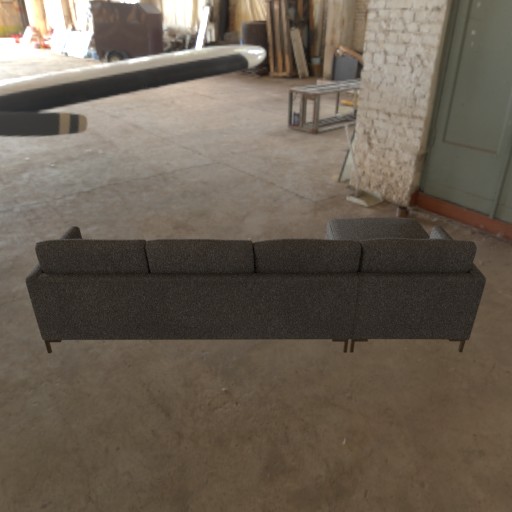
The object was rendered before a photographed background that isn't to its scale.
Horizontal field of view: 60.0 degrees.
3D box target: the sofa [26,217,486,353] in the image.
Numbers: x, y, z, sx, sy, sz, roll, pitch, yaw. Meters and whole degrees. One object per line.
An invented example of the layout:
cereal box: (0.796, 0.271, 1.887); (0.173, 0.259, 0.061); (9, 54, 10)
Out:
sofa: (0.000, 0.000, 3.425); (2.932, 0.810, 1.350); (0, 29, 0)
